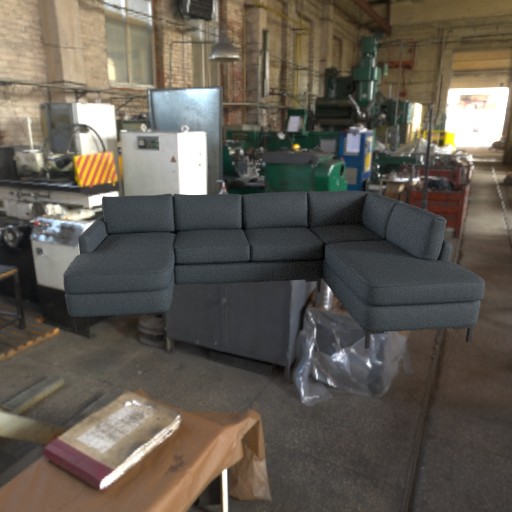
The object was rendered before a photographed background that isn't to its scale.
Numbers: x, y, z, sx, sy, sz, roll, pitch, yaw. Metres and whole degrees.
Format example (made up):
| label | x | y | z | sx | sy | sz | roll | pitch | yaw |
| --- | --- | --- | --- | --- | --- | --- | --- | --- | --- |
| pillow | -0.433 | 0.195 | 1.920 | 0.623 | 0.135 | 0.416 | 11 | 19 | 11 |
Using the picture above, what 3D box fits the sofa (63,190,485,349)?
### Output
| label | x | y | z | sx | sy | sz | roll | pitch | yaw |
| --- | --- | --- | --- | --- | --- | --- | --- | --- | --- |
| sofa | 0.000 | 0.000 | 3.782 | 2.975 | 0.858 | 1.984 | -2 | 17 | -7 |
